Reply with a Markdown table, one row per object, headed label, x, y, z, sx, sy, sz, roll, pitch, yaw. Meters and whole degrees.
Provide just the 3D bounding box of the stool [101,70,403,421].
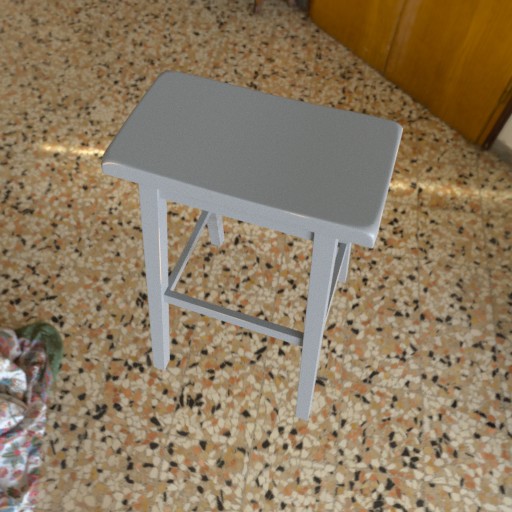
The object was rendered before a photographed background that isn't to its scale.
| label | x | y | z | sx | sy | sz | roll | pitch | yaw |
| --- | --- | --- | --- | --- | --- | --- | --- | --- | --- |
| stool | 0.000 | 0.000 | 1.035 | 0.457 | 0.737 | 0.476 | 16 | 60 | 10 |
